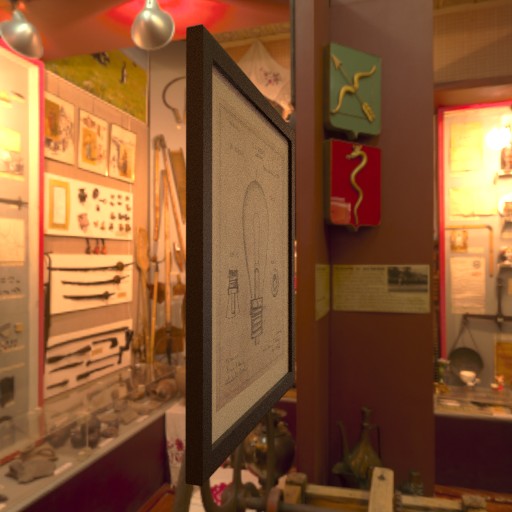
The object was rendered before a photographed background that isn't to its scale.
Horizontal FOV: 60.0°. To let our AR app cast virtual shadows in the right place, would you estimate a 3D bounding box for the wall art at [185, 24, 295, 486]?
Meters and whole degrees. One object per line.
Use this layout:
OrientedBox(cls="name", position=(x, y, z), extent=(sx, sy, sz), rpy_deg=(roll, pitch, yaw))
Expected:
OrientedBox(cls="wall art", position=(0.000, 0.000, 0.695), extent=(0.021, 0.509, 0.430), rpy_deg=(0, -1, 19))
